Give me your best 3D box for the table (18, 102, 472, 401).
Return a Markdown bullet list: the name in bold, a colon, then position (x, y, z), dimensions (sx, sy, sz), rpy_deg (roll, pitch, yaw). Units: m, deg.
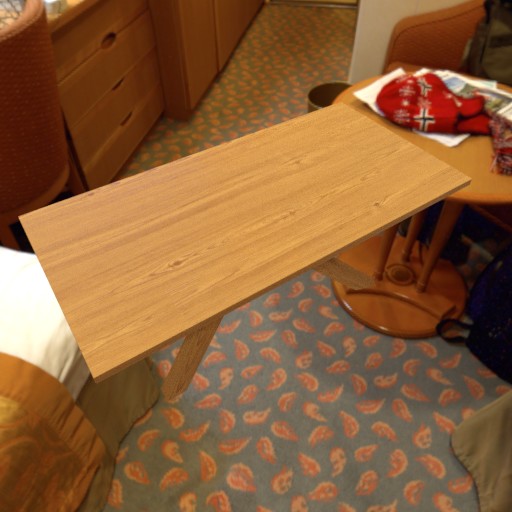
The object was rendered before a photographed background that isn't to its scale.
- **table**: position (0.000, 0.000, 2.217), dimensions (1.797, 0.750, 0.901), rpy_deg (-26, 51, -23)
